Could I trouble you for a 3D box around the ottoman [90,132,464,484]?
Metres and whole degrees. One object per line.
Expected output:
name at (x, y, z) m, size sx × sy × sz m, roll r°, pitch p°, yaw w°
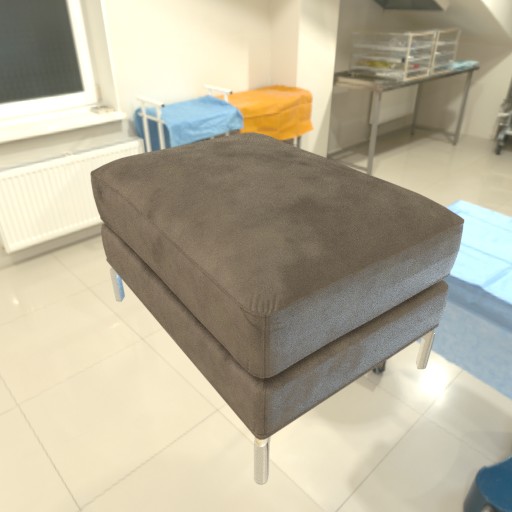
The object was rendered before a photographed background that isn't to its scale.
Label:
ottoman at (0.000, 0.000, 1.058) m, size 0.520 × 0.456 × 0.719 m, roll -21°, pitch 37°, yaw -30°
